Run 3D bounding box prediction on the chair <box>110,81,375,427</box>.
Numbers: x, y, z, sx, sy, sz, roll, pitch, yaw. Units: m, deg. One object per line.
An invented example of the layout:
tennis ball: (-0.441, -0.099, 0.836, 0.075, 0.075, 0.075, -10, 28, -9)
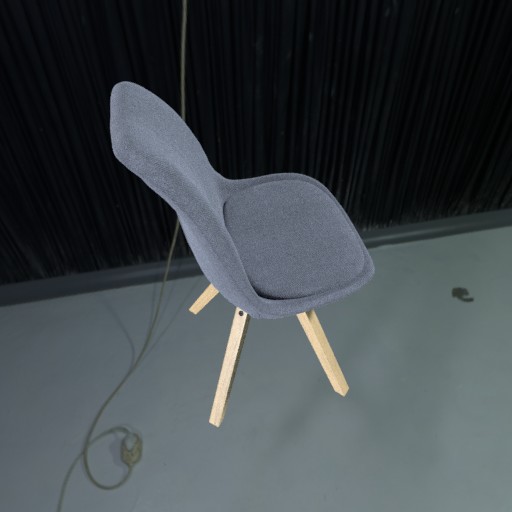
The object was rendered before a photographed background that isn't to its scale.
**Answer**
chair: (0.000, 0.000, 1.141, 0.550, 0.850, 0.485, -10, 46, -10)
